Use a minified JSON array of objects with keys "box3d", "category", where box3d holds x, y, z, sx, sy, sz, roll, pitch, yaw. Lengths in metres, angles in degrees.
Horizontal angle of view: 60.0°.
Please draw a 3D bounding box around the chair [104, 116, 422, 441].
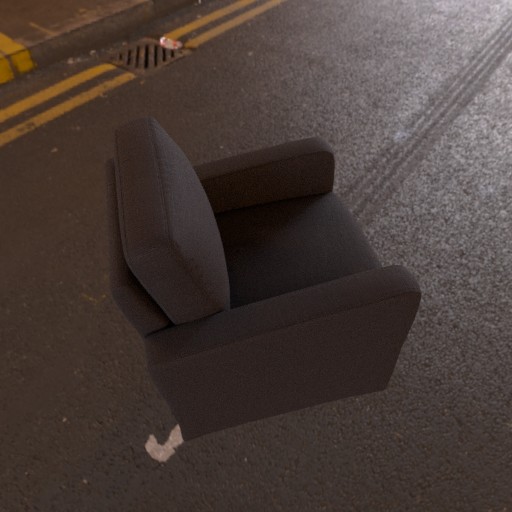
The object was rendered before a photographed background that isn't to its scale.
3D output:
[{"box3d":[0.000,0.000,1.509,0.863,0.855,0.798,-11,49,-10],"category":"chair"}]
